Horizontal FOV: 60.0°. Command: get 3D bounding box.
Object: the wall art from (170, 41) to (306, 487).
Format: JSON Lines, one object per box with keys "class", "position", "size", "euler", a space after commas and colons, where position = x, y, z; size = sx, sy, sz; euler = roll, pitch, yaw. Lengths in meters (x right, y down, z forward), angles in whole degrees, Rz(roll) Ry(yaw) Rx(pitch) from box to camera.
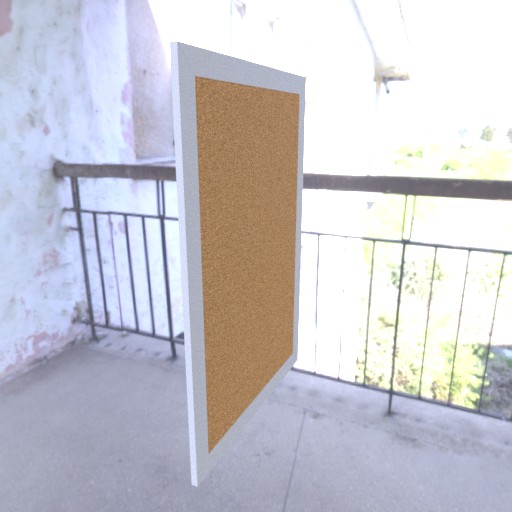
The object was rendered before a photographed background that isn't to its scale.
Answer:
{"class": "wall art", "position": [0.000, 0.000, 0.822], "size": [0.011, 0.659, 0.454], "euler": [8, 18, 25]}
